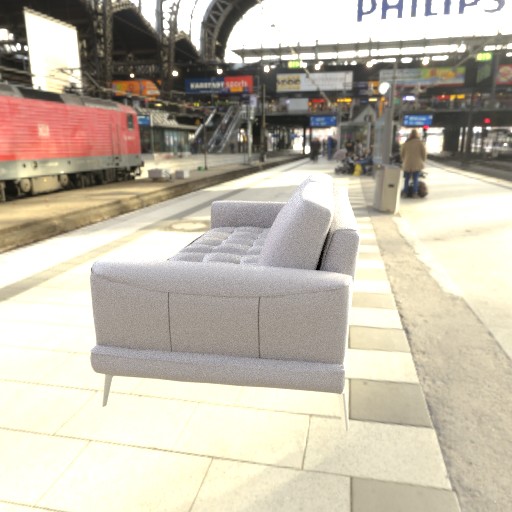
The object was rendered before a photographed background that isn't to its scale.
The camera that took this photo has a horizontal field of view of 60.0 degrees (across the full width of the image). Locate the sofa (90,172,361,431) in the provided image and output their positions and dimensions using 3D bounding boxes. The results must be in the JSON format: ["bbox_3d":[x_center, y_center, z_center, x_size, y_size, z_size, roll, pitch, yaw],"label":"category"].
[{"bbox_3d":[0.000,0.000,2.734,1.121,0.930,2.177,2,15,9],"label":"sofa"}]
